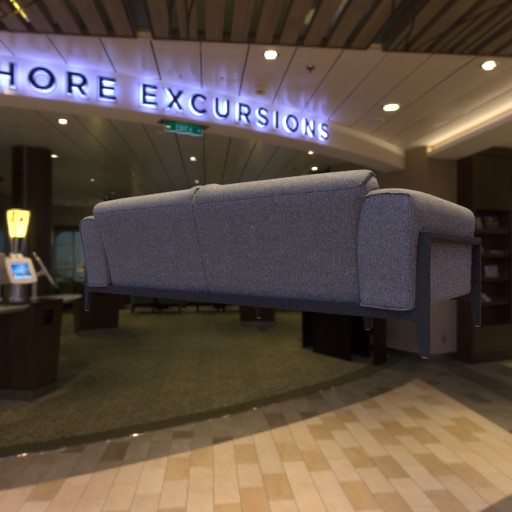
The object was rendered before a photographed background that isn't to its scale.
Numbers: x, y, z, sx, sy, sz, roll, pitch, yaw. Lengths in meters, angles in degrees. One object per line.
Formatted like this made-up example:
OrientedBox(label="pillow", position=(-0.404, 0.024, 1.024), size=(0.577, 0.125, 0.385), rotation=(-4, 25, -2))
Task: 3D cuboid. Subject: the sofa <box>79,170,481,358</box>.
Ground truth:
OrientedBox(label="sofa", position=(0.000, 0.000, 2.490), size=(2.125, 0.703, 0.985), rotation=(0, 0, 38))
